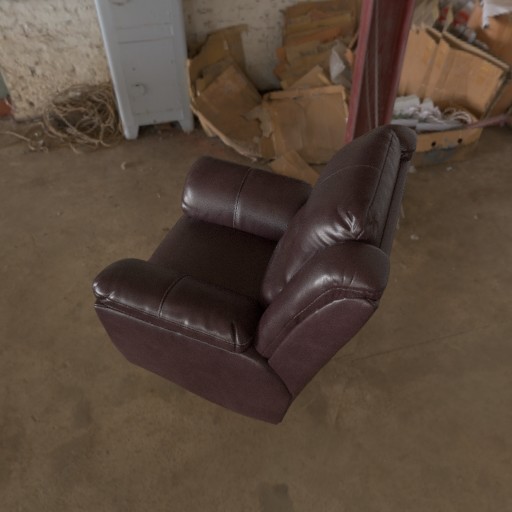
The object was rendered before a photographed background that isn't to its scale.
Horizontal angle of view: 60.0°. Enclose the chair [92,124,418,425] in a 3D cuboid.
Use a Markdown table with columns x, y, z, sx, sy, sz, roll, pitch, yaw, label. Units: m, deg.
| x | y | z | sx | sy | sz | roll | pitch | yaw | label |
| --- | --- | --- | --- | --- | --- | --- | --- | --- | --- |
| 0.000 | 0.000 | 1.882 | 1.041 | 1.093 | 0.990 | 15 | 46 | 14 | chair |
